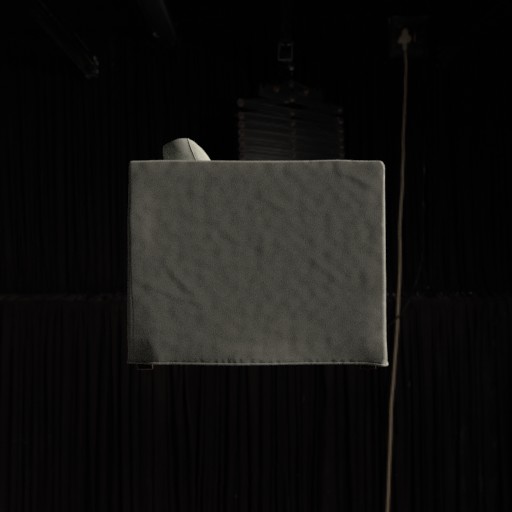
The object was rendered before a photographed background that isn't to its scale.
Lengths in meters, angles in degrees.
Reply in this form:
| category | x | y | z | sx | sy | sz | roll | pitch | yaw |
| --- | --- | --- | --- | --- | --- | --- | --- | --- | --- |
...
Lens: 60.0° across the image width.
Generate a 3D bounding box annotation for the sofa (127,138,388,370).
| category | x | y | z | sx | sy | sz | roll | pitch | yaw |
| --- | --- | --- | --- | --- | --- | --- | --- | --- | --- |
| sofa | 0.000 | 0.000 | 2.529 | 0.940 | 0.870 | 1.987 | 0 | -2 | 0 |
